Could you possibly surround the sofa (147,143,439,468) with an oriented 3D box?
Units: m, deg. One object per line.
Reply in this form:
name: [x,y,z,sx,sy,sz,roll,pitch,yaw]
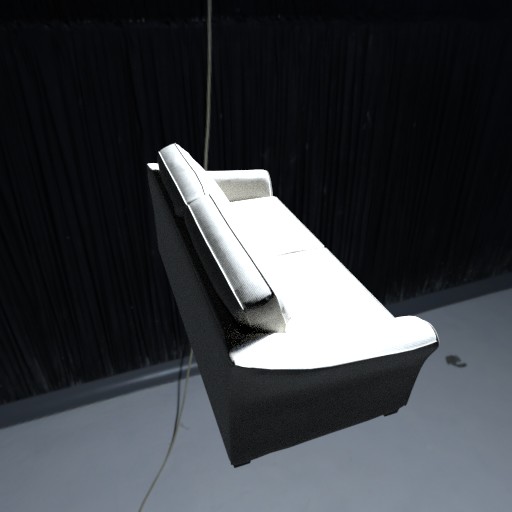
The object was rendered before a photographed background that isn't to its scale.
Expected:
sofa: [0.000,0.000,2.744,0.980,0.965,2.270,-10,33,-17]
